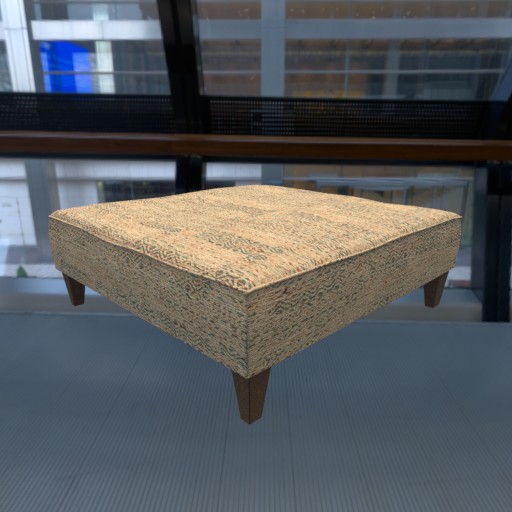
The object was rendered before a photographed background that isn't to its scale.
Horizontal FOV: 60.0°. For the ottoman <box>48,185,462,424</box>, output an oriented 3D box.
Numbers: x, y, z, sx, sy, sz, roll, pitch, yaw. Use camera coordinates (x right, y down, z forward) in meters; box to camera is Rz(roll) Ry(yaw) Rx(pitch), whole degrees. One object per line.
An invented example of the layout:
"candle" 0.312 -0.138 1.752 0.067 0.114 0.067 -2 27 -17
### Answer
"ottoman" 0.000 0.000 1.508 1.004 0.356 0.968 -16 23 -42
